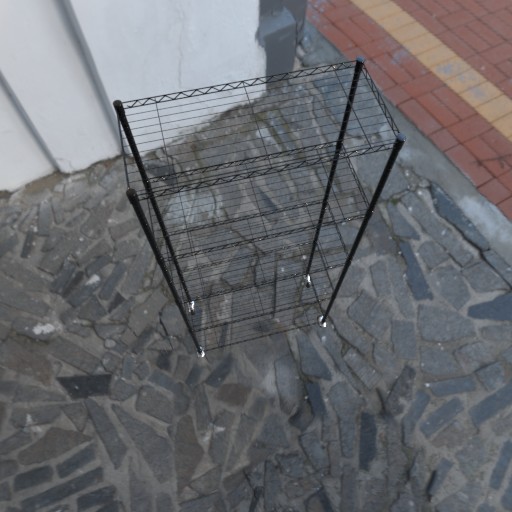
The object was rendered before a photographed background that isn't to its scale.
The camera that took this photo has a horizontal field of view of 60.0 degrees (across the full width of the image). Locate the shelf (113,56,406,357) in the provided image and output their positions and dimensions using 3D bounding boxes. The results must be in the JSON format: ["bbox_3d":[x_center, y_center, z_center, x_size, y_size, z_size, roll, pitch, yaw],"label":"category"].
[{"bbox_3d":[0.000,0.000,1.942,0.762,1.645,0.356,-13,64,-6],"label":"shelf"}]
